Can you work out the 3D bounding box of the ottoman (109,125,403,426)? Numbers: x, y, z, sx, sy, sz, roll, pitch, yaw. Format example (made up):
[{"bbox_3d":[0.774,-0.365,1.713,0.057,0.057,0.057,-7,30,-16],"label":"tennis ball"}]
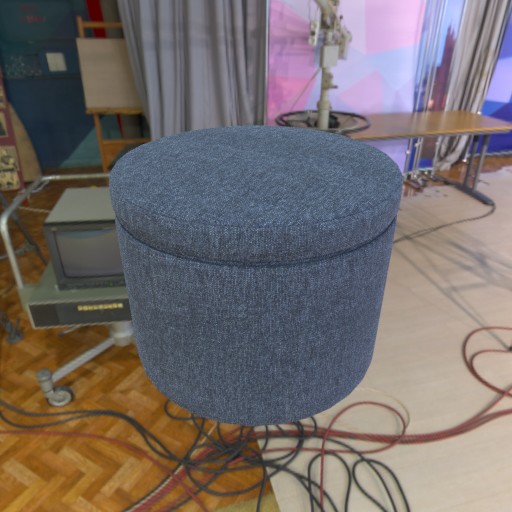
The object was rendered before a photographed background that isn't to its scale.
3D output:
[{"bbox_3d":[0.000,0.000,0.870,0.500,0.419,0.500,0,30,0],"label":"ottoman"}]
